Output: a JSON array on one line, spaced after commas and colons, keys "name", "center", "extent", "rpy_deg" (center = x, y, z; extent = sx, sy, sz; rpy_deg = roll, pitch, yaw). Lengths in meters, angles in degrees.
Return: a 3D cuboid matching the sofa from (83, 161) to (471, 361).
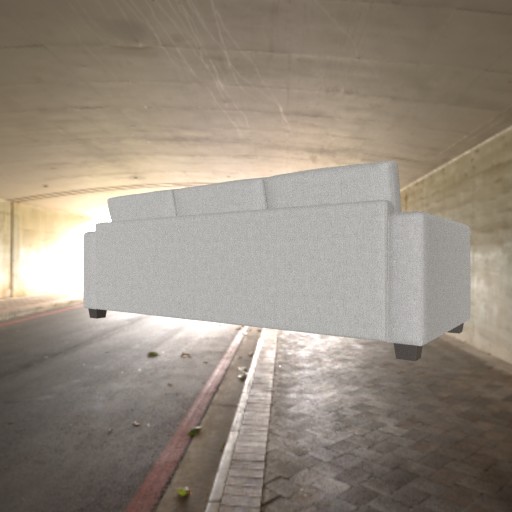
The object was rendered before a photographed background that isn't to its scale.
[{"name": "sofa", "center": [0.000, 0.000, 2.603], "extent": [2.160, 0.800, 0.900], "rpy_deg": [0, 0, 36]}]
